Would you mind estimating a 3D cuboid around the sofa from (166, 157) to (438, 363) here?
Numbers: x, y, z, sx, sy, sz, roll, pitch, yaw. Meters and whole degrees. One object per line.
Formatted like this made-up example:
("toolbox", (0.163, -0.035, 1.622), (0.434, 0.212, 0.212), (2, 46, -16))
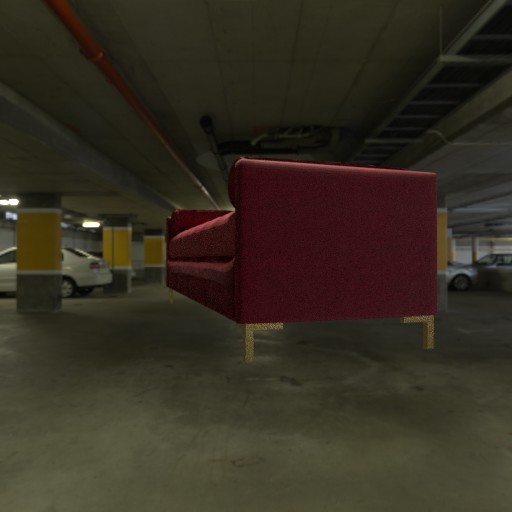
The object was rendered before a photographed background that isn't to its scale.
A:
("sofa", (0.000, 0.000, 2.514), (0.796, 0.705, 2.102), (0, -1, -18))
